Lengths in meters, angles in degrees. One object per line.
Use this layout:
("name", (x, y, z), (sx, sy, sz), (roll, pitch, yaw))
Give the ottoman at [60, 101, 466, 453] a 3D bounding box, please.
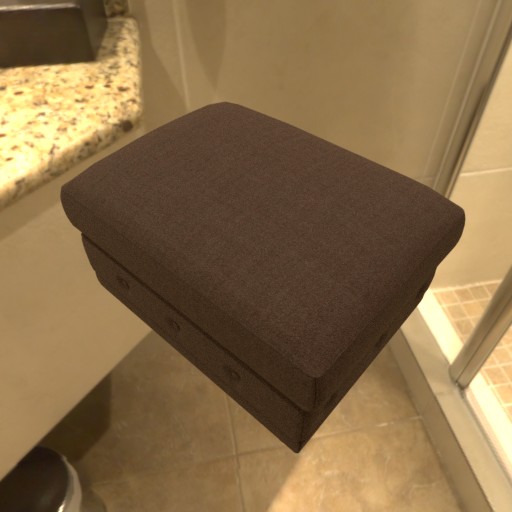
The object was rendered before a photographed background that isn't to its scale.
("ottoman", (0.000, 0.000, 1.182), (0.809, 0.555, 0.599), (33, 54, 28))
